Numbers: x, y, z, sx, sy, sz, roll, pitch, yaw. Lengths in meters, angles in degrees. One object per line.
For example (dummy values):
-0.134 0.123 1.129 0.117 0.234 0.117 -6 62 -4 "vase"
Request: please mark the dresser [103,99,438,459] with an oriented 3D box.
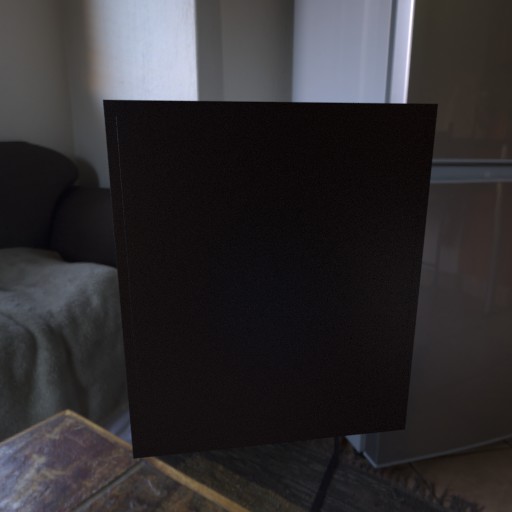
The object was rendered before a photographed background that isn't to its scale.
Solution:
0.000 0.000 0.752 0.400 0.470 0.360 -2 15 -9 "dresser"
